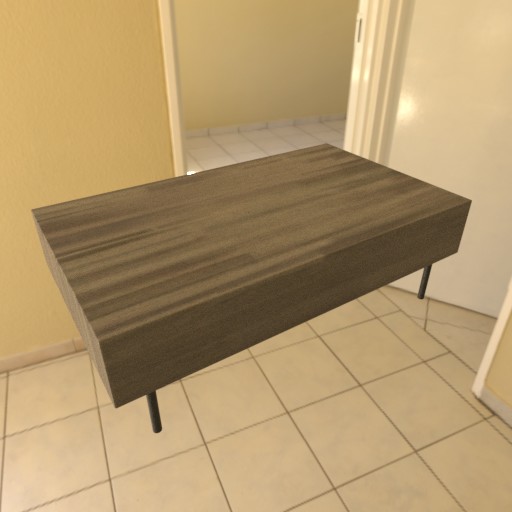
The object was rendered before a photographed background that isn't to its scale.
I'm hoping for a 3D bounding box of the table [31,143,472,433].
[{"bbox_3d":[0.000,0.000,1.356,1.088,0.347,0.643,-19,37,-28],"label":"table"}]
